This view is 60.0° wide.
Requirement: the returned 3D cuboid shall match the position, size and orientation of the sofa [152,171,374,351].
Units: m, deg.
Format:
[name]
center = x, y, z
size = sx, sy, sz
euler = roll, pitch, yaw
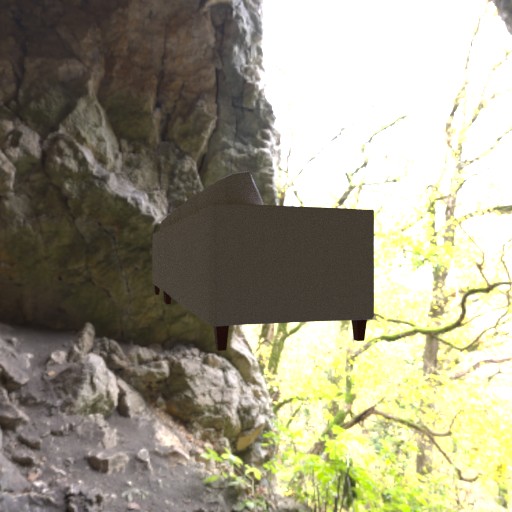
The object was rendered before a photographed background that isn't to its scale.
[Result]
[sofa]
center = 0.000, 0.000, 4.078
size = 1.599, 0.954, 3.471
euler = 0, 0, -18
